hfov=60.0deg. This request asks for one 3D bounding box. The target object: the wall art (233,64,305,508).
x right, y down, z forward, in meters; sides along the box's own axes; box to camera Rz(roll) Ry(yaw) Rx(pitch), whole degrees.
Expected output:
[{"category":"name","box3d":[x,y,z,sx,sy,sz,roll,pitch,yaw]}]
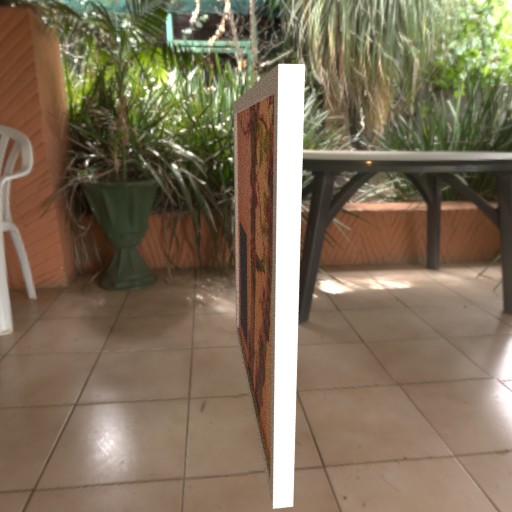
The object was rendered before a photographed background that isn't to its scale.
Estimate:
[{"category":"wall art","box3d":[0.000,0.000,1.087,0.038,0.762,0.762,-2,15,-7]}]
